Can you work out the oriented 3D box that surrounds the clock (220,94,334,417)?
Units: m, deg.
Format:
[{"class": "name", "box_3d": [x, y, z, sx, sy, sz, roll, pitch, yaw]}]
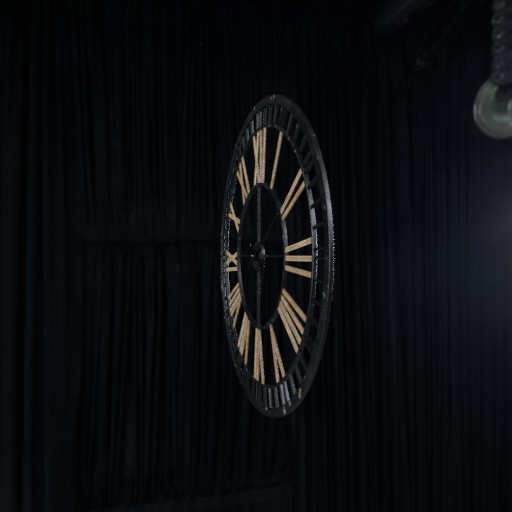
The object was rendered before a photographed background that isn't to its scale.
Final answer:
[{"class": "clock", "box_3d": [0.000, 0.000, 1.222, 0.025, 0.843, 0.843, 0, -1, -19]}]
